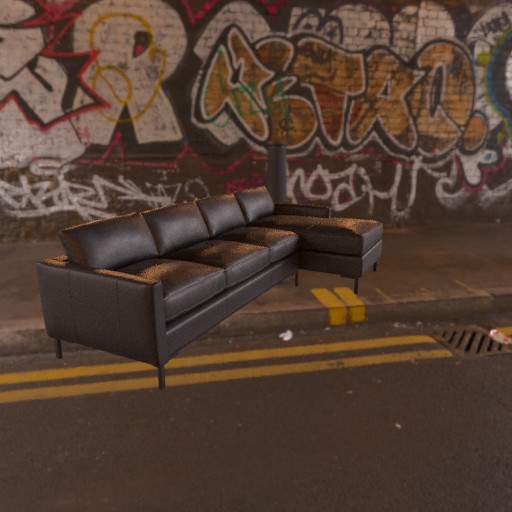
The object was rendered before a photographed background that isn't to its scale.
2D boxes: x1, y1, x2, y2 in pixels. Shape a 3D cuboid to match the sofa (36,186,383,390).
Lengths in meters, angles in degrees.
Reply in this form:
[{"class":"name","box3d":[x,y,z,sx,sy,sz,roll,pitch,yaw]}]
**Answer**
[{"class":"sofa","box3d":[0.000,0.000,3.662,1.471,0.859,2.993,8,17,26]}]
